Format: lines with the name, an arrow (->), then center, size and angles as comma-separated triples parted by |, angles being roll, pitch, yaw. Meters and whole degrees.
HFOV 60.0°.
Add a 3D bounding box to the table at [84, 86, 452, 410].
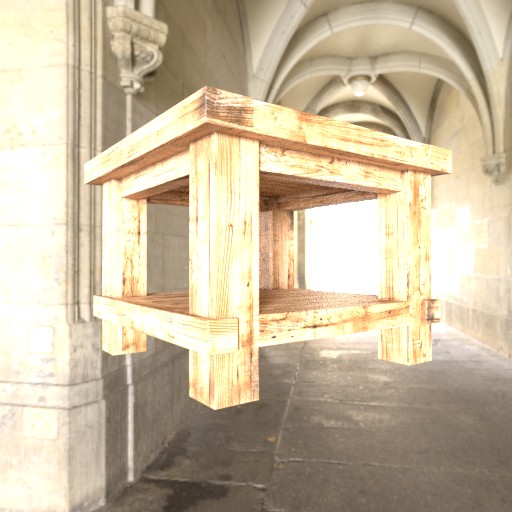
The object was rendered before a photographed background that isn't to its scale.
table -> 0.000, 0.000, 1.028 | 0.610, 0.457, 0.610 | 0, -1, -36
